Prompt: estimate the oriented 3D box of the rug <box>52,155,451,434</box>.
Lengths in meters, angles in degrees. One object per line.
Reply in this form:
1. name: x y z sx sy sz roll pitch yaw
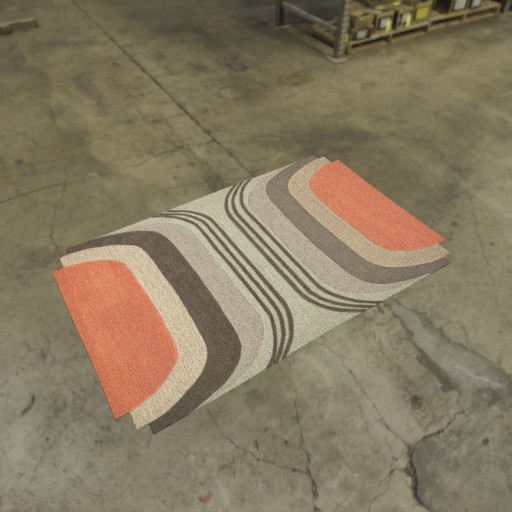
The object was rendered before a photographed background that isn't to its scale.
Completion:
1. rug: 0.000 0.000 3.042 2.446 0.017 1.530 -25 51 -22
